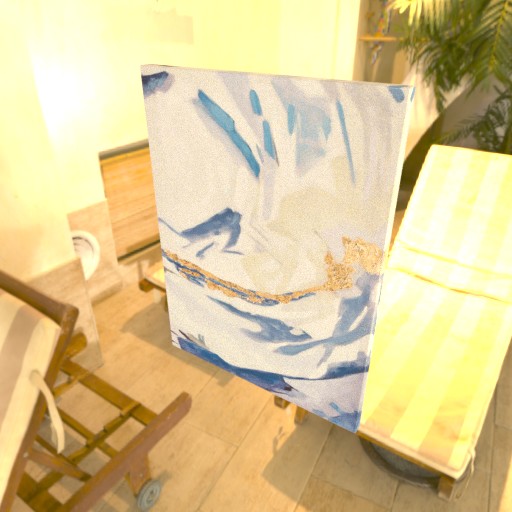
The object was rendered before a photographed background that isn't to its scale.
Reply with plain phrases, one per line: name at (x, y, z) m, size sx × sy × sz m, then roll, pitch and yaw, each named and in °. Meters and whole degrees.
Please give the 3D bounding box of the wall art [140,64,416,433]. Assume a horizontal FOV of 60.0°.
wall art at (0.000, 0.000, 1.324) m, size 0.761 × 1.015 × 0.038 m, roll 18°, pitch 34°, yaw 29°
